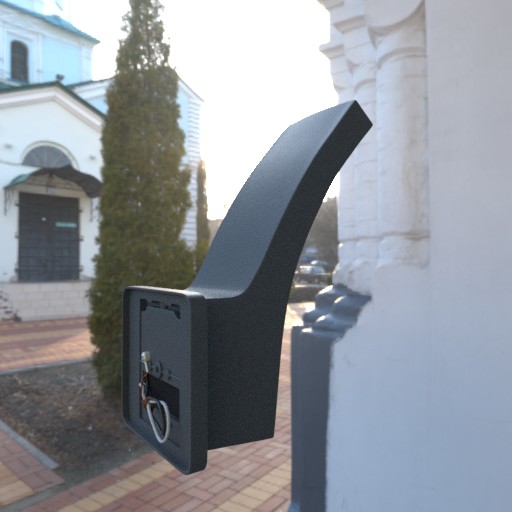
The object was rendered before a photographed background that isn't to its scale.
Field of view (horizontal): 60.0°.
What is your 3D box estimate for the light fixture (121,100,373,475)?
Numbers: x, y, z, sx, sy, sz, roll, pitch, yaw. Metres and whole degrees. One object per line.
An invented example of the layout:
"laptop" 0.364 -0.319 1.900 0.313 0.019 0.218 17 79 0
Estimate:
"light fixture" 0.000 0.000 0.330 0.174 0.243 0.108 1 -1 -36
